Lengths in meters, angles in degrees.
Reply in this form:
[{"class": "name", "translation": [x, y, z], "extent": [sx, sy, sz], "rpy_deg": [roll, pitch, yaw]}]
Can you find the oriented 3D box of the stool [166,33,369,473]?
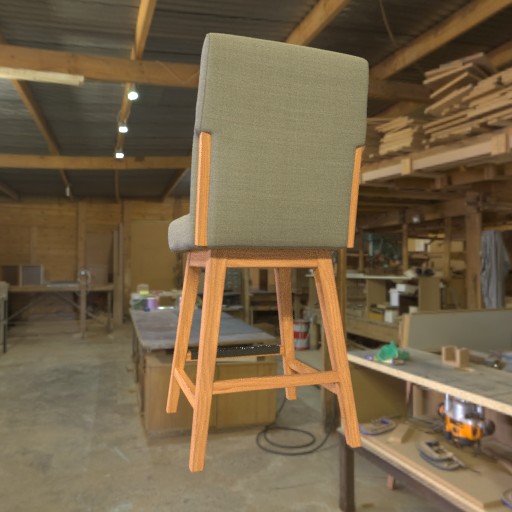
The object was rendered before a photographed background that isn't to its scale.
[{"class": "stool", "translation": [0.000, 0.000, 1.306], "extent": [0.459, 1.019, 0.570], "rpy_deg": [0, -1, -19]}]
